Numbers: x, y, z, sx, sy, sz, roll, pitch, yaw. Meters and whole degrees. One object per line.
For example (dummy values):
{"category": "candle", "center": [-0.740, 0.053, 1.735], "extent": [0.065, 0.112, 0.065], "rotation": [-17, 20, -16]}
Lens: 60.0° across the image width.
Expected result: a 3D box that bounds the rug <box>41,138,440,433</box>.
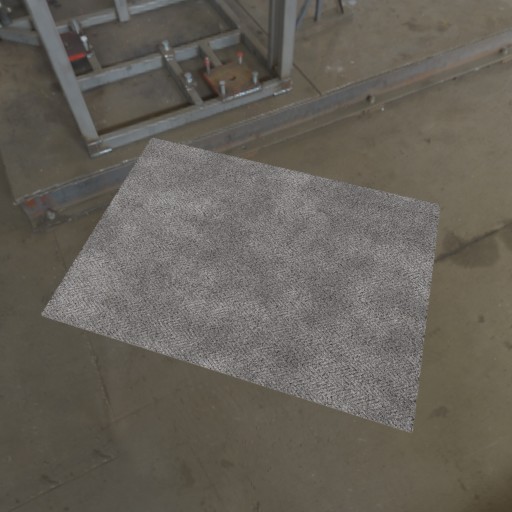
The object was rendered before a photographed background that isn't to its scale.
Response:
{"category": "rug", "center": [0.000, 0.000, 2.915], "extent": [2.235, 0.008, 1.600], "rotation": [15, 59, 9]}
